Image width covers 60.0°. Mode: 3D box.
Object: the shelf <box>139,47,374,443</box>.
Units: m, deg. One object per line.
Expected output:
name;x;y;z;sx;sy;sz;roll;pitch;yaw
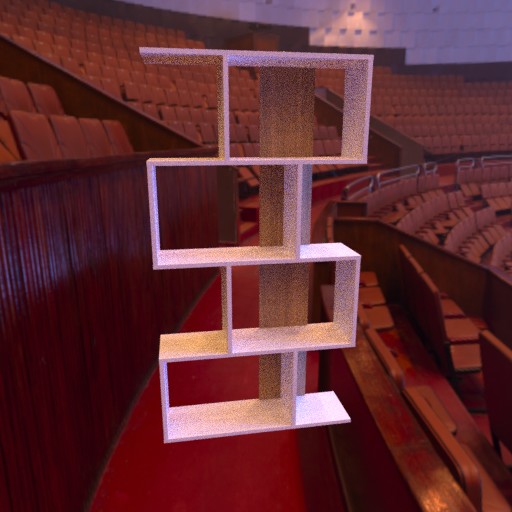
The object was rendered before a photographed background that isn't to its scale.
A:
shelf;0.000;0.000;1.989;0.890;1.650;0.250;-3;15;-10
